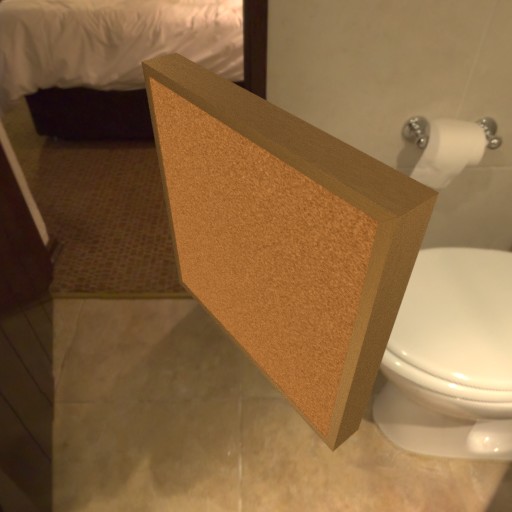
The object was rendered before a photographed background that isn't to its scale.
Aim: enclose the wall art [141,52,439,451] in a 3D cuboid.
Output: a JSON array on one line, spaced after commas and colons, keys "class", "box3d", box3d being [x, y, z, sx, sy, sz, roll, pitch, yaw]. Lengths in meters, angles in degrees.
[{"class": "wall art", "box3d": [0.000, 0.000, 0.446, 0.038, 0.305, 0.304, -28, 50, -27]}]
